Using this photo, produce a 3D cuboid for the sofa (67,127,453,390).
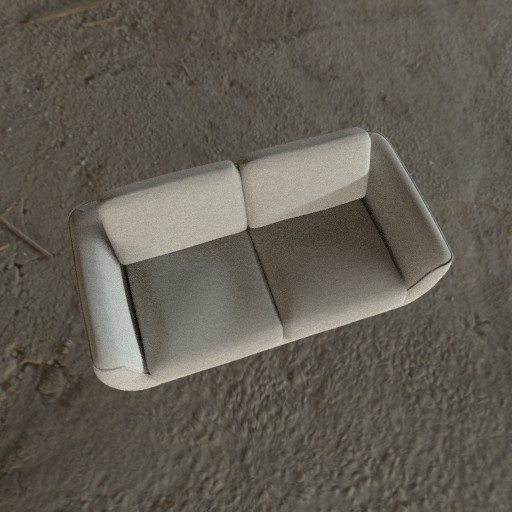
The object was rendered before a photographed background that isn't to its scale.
[{"bbox_3d":[0.000,0.000,2.263,1.700,0.850,0.920,-16,65,-8],"label":"sofa"}]
